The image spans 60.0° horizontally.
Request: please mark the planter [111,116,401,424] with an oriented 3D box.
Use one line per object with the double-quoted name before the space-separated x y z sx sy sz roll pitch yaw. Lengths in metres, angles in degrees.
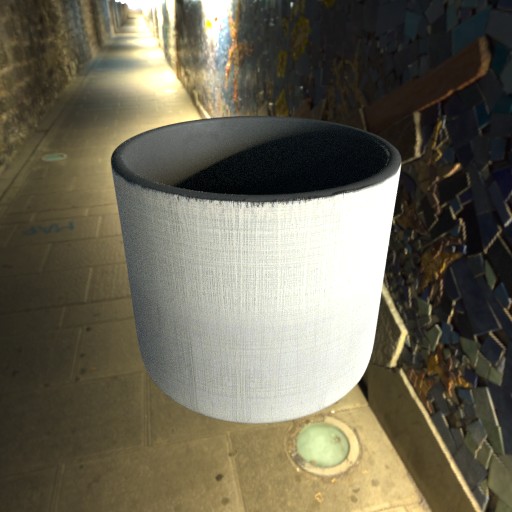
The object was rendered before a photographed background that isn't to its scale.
"planter" 0.000 0.000 0.399 0.226 0.201 0.226 0 30 0
